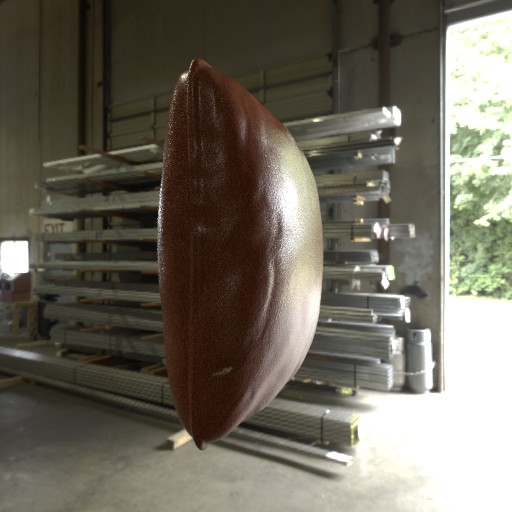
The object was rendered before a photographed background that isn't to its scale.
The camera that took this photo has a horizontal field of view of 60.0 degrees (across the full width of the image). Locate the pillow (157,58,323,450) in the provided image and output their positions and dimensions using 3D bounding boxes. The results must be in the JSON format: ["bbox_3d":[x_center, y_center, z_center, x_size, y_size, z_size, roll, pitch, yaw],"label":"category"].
[{"bbox_3d":[0.000,0.000,0.809,0.236,0.523,0.532,0,-1,17],"label":"pillow"}]
